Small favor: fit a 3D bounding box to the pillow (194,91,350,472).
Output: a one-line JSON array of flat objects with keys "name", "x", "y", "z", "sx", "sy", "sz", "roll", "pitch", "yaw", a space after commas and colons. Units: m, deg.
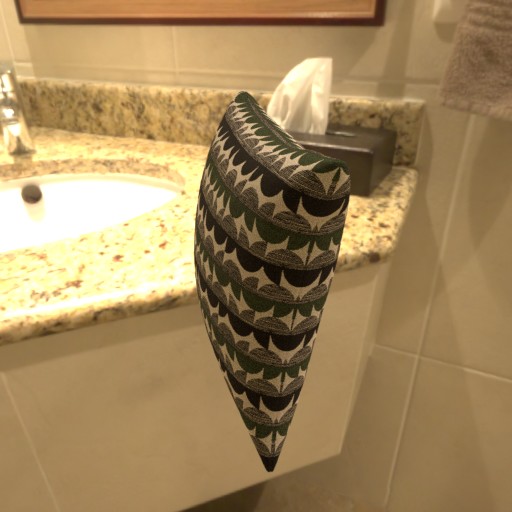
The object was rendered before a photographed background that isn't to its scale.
[{"name": "pillow", "x": 0.000, "y": 0.000, "z": 0.654, "sx": 0.180, "sy": 0.404, "sz": 0.419, "roll": -7, "pitch": 30, "yaw": -12}]
